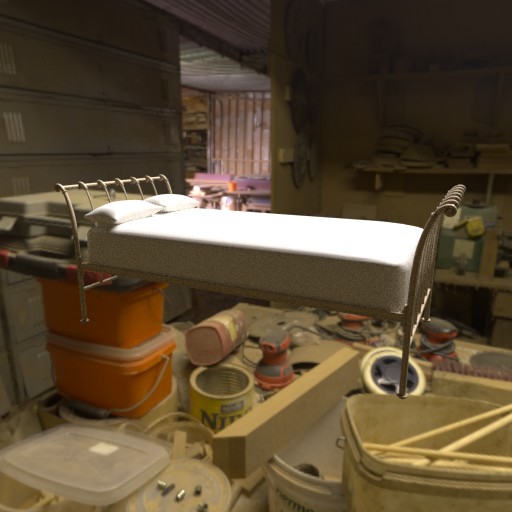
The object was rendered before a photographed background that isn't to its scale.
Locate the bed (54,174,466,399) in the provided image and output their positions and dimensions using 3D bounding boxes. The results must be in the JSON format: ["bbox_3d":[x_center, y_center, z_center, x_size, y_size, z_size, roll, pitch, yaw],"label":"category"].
[{"bbox_3d":[0.000,0.000,2.724,2.228,0.873,1.032,7,16,26],"label":"bed"}]
